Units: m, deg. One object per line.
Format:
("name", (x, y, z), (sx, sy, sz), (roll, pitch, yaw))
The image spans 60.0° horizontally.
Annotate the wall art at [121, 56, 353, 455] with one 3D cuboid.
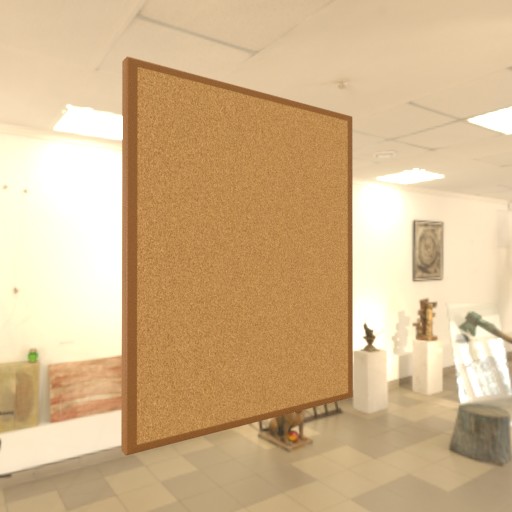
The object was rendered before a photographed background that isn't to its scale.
("wall art", (0.000, 0.000, 0.514), (0.310, 0.379, 0.015), (0, -1, -35))
